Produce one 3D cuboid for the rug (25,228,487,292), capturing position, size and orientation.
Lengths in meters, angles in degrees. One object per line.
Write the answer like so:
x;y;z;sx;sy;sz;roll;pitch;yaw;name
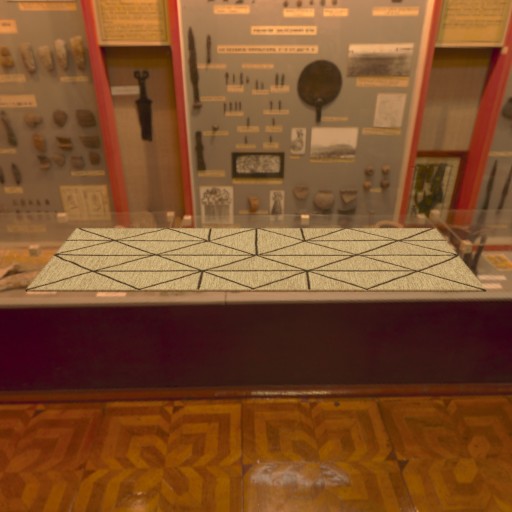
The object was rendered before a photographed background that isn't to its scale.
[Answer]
0.000;0.000;2.671;2.438;0.012;0.762;0;29;0;rug
